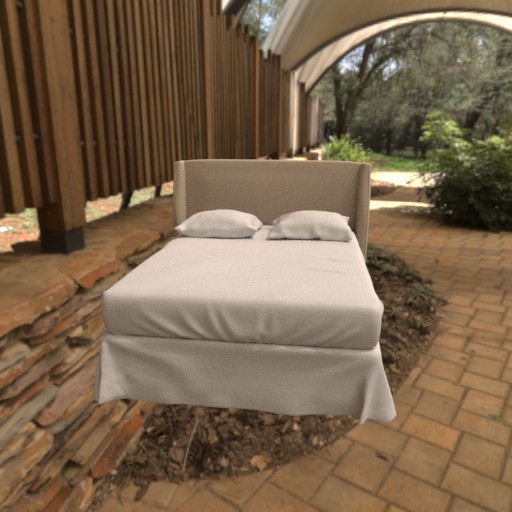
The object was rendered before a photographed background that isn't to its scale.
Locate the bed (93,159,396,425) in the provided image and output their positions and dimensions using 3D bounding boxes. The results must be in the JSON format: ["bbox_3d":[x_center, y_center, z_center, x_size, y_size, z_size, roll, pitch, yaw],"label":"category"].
[{"bbox_3d":[0.000,0.000,3.480,1.925,1.332,2.276,2,16,7],"label":"bed"}]
